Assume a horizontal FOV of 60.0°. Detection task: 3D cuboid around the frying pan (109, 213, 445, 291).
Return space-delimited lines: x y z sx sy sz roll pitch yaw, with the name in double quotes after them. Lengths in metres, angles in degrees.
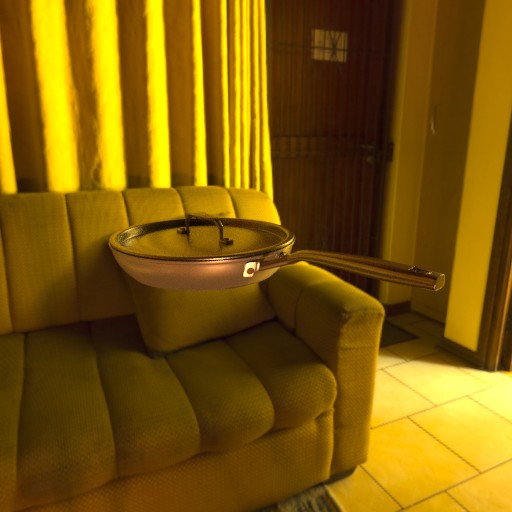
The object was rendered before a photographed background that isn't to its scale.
0.000 0.000 0.594 0.490 0.086 0.272 14 21 42 "frying pan"
